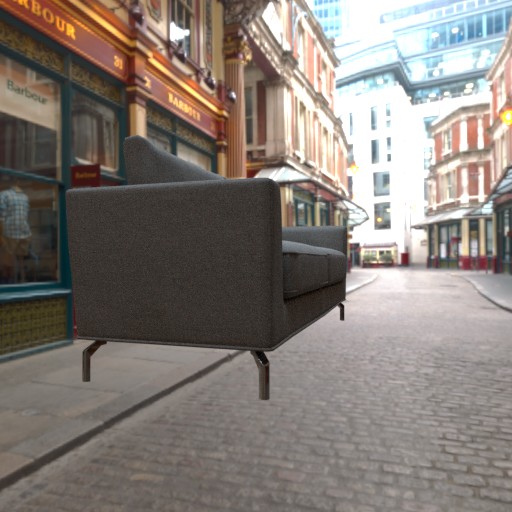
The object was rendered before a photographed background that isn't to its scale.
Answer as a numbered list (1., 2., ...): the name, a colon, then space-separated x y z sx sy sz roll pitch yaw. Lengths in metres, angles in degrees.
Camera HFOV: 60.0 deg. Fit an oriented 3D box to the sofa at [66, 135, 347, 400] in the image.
1. sofa: 0.000 0.000 2.638 0.869 1.002 2.212 0 -1 18
